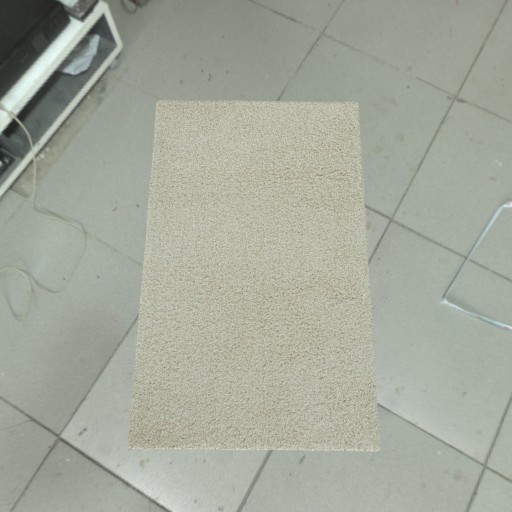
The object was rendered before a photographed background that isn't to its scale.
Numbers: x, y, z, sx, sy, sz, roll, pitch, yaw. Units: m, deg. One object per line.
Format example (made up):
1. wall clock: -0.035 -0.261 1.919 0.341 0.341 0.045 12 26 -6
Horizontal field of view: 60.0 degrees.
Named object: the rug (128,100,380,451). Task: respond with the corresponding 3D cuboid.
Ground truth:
1. rug: 0.000 0.000 3.013 1.524 0.030 2.438 1 74 0
